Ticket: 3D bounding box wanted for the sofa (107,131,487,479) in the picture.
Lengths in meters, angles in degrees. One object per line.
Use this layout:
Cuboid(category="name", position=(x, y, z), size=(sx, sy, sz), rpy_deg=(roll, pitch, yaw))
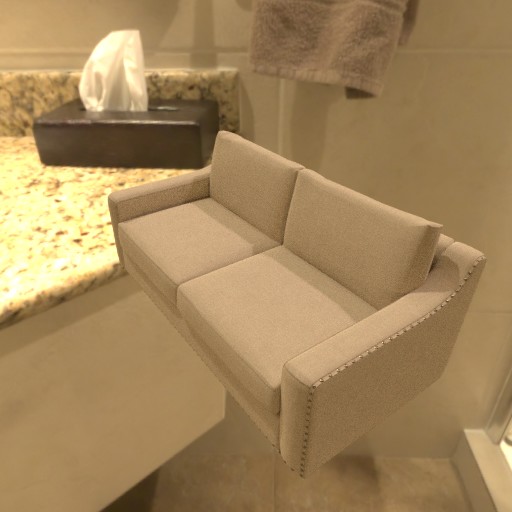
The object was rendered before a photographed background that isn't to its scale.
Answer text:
Cuboid(category="sofa", position=(0.000, 0.000, 2.644), size=(1.104, 0.983, 2.107), rpy_deg=(-21, 38, -30))
